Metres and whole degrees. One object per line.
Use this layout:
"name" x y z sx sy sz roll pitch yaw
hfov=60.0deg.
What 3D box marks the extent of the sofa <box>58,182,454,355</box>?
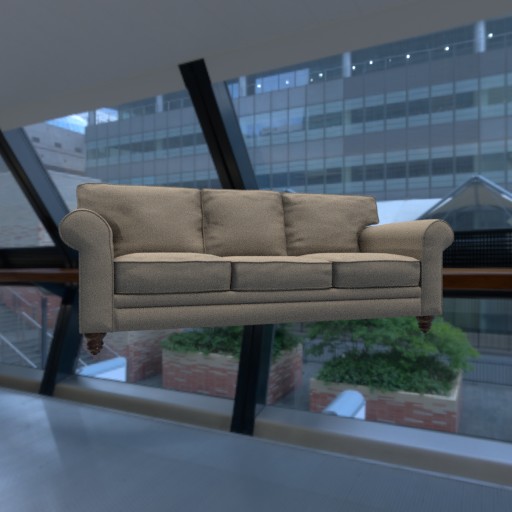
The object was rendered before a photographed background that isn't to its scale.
"sofa" 0.000 0.000 2.673 2.118 0.889 0.998 0 0 -18
